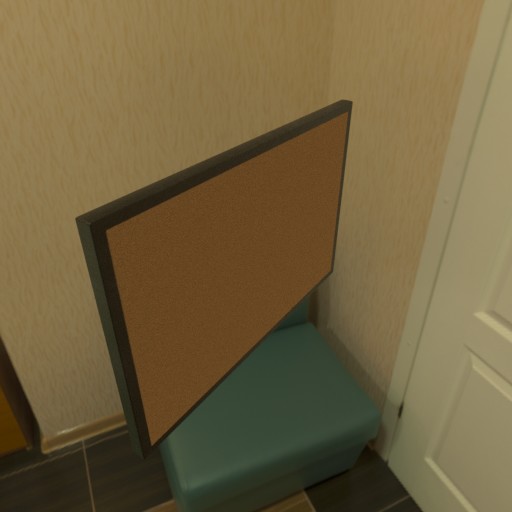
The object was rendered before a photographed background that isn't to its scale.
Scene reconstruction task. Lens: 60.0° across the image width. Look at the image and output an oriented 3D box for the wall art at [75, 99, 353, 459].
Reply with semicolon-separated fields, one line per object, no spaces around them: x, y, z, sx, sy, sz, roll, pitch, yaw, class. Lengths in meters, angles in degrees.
0.000;0.000;1.156;0.038;0.612;0.912;22;39;29;wall art
